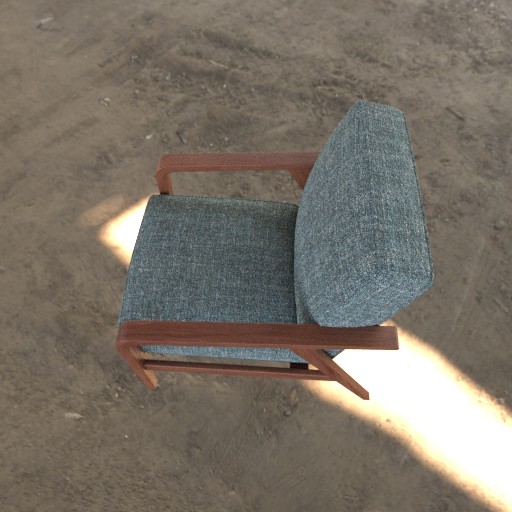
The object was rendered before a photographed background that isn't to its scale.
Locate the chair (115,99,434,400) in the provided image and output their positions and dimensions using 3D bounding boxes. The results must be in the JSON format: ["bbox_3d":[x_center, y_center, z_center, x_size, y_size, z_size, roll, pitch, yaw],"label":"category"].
[{"bbox_3d":[0.000,0.000,1.487,0.889,0.864,0.719,3,58,2],"label":"chair"}]
